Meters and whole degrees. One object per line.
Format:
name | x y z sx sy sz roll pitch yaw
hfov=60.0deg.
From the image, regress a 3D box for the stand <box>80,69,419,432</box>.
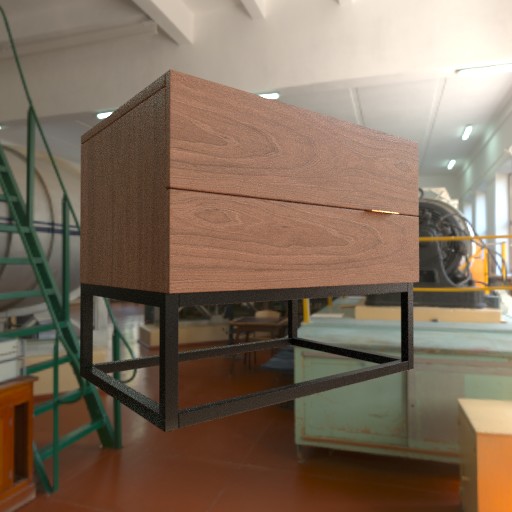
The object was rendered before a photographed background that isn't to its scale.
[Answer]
stand | 0.000 0.000 0.939 0.600 0.500 0.420 1 -1 -38
